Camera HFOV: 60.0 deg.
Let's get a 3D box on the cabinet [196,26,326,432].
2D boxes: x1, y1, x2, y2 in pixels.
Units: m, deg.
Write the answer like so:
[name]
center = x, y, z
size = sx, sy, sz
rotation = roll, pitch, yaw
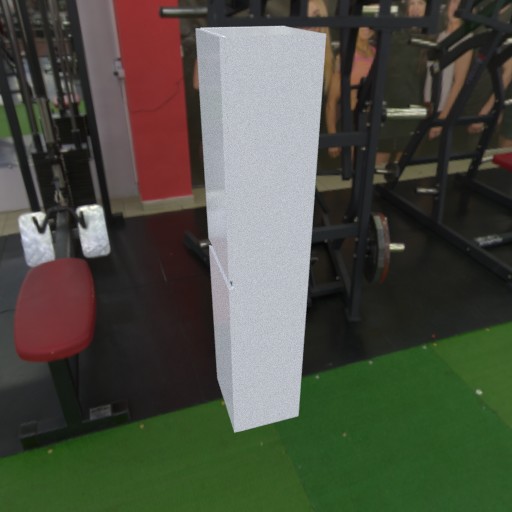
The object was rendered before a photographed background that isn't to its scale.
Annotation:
[cabinet]
center = 0.000, 0.000, 1.541
size = 0.270, 1.400, 0.300
rotation = -9, 32, -15
